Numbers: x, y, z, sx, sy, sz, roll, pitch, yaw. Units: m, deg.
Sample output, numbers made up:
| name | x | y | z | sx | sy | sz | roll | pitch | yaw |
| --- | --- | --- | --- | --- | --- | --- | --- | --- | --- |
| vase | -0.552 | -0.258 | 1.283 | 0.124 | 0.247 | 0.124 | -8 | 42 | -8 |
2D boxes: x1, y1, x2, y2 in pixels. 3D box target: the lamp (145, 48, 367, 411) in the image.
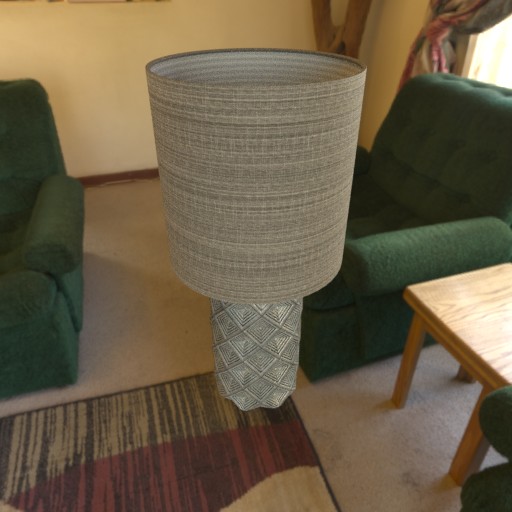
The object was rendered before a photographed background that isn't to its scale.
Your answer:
| name | x | y | z | sx | sy | sz | roll | pitch | yaw |
| --- | --- | --- | --- | --- | --- | --- | --- | --- | --- |
| lamp | 0.000 | 0.000 | 0.701 | 0.269 | 0.566 | 0.268 | -21 | 38 | -29 |
